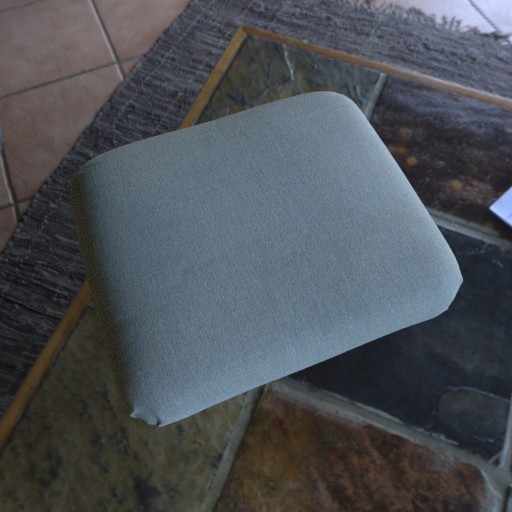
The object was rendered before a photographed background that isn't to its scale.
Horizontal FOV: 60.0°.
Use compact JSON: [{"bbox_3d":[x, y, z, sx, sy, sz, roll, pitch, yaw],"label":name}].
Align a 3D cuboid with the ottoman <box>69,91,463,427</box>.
[{"bbox_3d":[0.000,0.000,1.095,0.747,0.450,0.622,-20,66,-9],"label":"ottoman"}]
